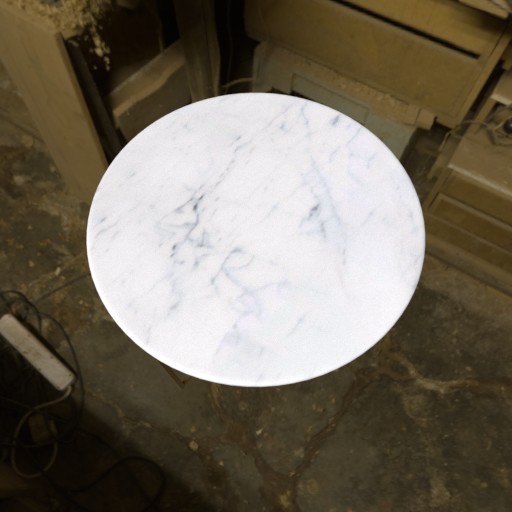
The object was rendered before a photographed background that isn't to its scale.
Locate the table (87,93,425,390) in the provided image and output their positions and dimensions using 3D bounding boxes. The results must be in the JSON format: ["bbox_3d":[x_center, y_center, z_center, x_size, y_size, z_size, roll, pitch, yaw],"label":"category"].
[{"bbox_3d":[0.000,0.000,1.258,0.800,0.450,0.800,0,64,0],"label":"table"}]
